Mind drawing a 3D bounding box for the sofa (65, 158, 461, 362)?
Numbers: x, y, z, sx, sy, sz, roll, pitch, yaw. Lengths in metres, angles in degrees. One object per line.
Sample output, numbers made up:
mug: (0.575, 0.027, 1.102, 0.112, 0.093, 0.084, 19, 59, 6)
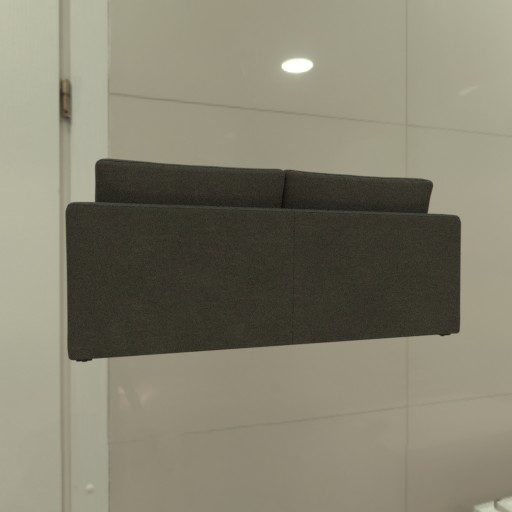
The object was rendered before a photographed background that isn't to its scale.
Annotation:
sofa: (0.000, 0.000, 2.513, 1.909, 0.845, 1.091, 0, 0, -18)
